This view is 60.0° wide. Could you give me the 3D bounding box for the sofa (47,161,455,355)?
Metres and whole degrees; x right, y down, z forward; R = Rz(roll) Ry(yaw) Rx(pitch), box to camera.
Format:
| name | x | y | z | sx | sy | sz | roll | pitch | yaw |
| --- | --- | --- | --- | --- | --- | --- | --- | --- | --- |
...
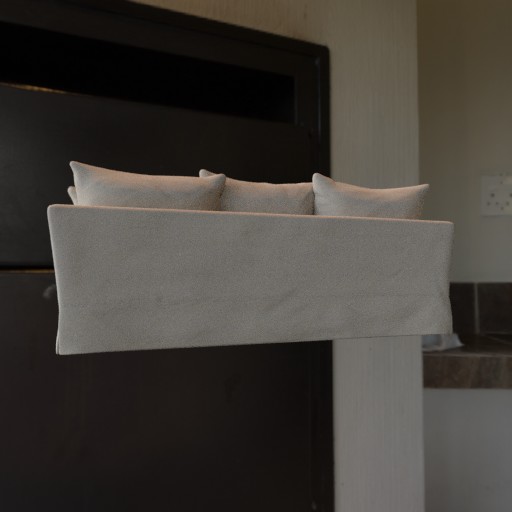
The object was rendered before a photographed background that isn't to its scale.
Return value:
| name | x | y | z | sx | sy | sz | roll | pitch | yaw |
| --- | --- | --- | --- | --- | --- | --- | --- | --- | --- |
| sofa | 0.000 | 0.000 | 3.026 | 2.499 | 1.047 | 1.046 | 1 | -2 | -18 |
